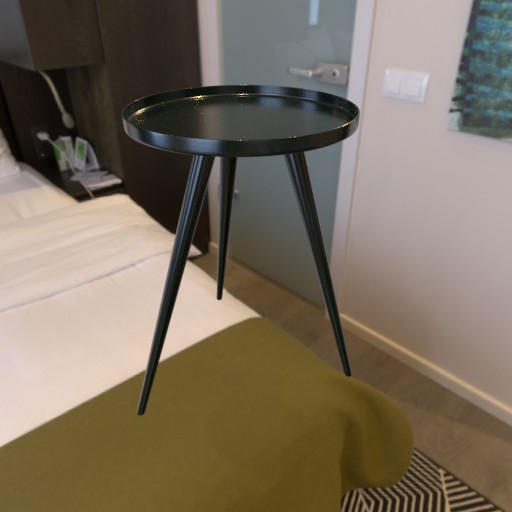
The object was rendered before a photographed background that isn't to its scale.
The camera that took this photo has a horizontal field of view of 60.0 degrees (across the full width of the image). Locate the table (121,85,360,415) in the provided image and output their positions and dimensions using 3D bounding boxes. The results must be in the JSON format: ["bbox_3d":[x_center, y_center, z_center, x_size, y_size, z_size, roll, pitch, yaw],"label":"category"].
[{"bbox_3d":[0.000,0.000,0.839,0.415,0.548,0.403,8,32,14],"label":"table"}]
